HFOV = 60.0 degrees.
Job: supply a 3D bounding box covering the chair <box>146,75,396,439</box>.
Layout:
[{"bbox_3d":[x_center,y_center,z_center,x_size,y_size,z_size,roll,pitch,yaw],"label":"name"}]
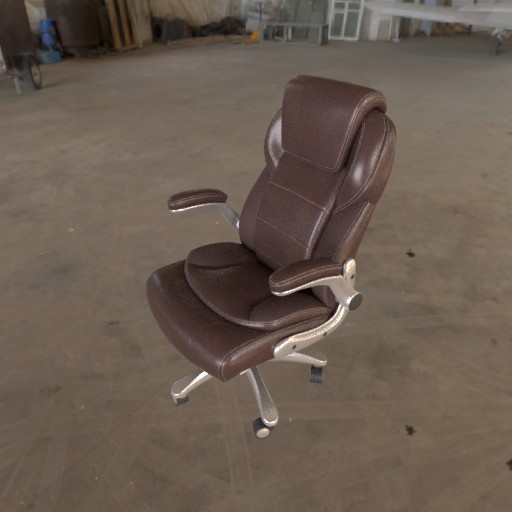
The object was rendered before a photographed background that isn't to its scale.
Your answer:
[{"bbox_3d":[0.000,0.000,1.626,0.774,1.160,0.733,-20,36,-30],"label":"chair"}]
